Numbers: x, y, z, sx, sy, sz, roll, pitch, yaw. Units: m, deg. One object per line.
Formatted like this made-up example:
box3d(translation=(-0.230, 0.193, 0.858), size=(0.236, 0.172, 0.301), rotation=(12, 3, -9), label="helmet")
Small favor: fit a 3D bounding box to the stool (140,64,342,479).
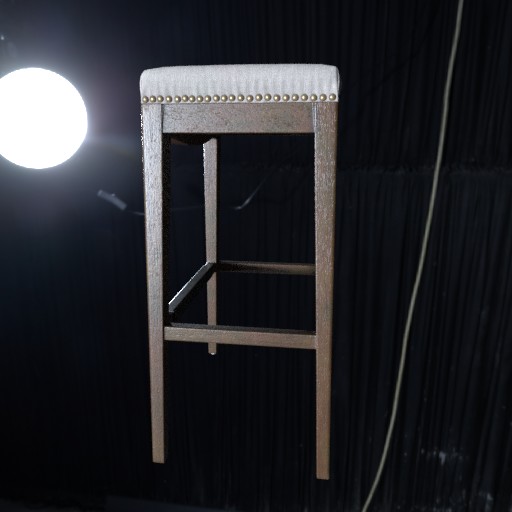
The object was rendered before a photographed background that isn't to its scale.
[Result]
box3d(translation=(0.000, 0.000, 1.029), size=(0.356, 0.762, 0.508), rotation=(2, 15, 8), label="stool")
